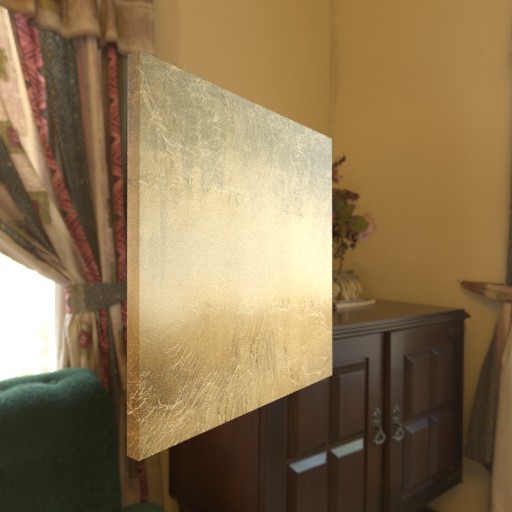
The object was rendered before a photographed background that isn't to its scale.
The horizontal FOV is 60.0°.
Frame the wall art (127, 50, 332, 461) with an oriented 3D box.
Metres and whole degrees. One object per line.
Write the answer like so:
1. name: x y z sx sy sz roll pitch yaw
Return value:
1. wall art: 0.000 0.000 1.626 0.051 1.091 1.092 0 0 37
